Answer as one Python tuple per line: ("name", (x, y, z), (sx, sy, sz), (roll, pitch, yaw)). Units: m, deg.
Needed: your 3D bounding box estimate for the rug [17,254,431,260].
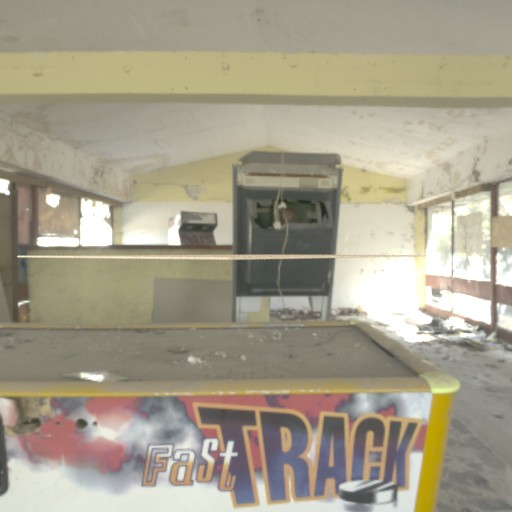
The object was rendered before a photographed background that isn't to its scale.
("rug", (0.000, 0.000, 2.281), (1.220, 0.007, 1.828), (0, 0, 38))
